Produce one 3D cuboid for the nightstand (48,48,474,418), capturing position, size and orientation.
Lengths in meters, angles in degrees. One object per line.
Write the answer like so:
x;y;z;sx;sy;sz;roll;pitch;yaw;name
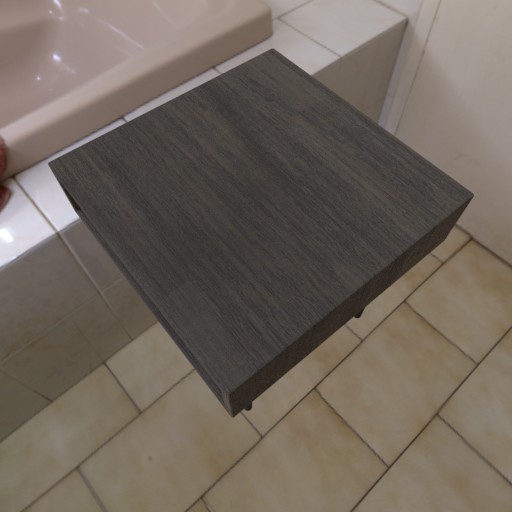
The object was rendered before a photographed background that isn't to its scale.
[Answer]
0.000;0.000;0.942;0.503;0.497;0.502;-35;65;-19;nightstand
